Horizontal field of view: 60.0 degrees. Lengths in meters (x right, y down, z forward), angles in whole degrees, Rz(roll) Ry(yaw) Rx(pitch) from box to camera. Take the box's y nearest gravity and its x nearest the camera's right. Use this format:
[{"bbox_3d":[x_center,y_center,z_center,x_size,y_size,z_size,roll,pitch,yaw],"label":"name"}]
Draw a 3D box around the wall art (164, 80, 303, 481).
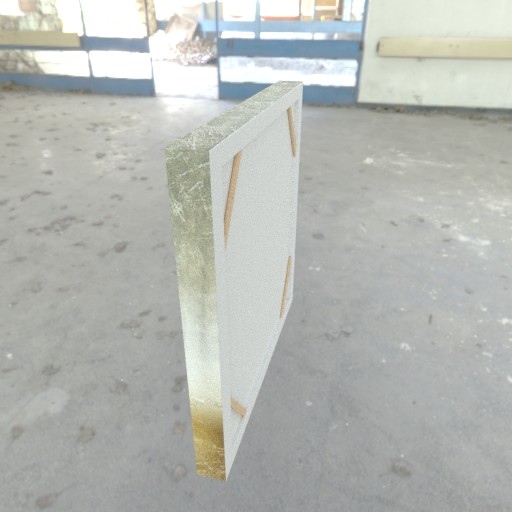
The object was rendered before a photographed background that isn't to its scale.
[{"bbox_3d":[0.000,0.000,0.617,0.038,0.407,0.405,8,30,14],"label":"wall art"}]
